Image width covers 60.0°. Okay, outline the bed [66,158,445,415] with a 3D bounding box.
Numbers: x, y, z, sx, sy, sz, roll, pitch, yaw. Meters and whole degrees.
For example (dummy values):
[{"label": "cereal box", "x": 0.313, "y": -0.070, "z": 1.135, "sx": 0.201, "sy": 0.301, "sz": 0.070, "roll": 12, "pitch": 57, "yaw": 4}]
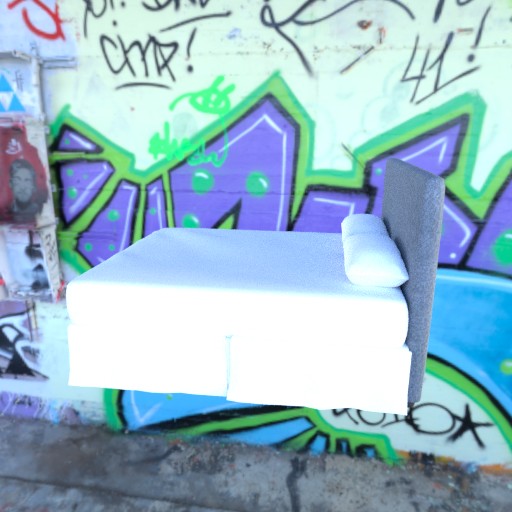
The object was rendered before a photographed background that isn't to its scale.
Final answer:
[{"label": "bed", "x": 0.000, "y": 0.000, "z": 3.206, "sx": 2.142, "sy": 1.330, "sz": 1.723, "roll": 3, "pitch": 16, "yaw": 9}]
